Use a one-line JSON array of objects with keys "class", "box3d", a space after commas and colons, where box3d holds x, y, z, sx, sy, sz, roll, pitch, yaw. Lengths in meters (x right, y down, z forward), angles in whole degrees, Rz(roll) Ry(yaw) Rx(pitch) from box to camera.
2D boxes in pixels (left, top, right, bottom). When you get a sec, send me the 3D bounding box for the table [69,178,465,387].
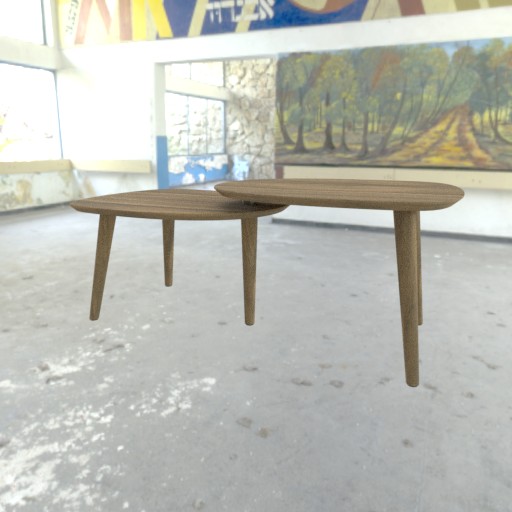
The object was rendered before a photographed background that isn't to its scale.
[{"class": "table", "box3d": [0.000, 0.000, 1.319, 1.084, 0.429, 0.527, 6, 16, 24]}]
